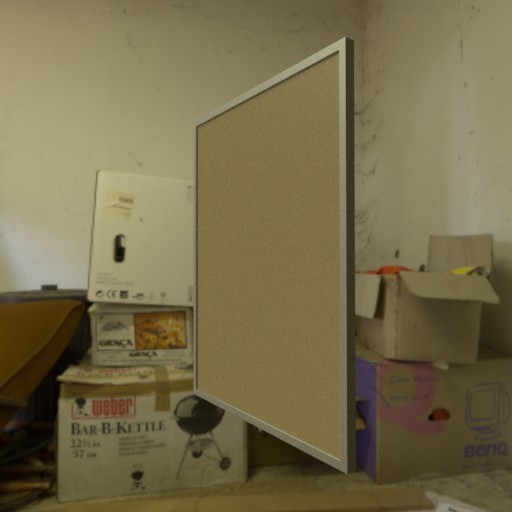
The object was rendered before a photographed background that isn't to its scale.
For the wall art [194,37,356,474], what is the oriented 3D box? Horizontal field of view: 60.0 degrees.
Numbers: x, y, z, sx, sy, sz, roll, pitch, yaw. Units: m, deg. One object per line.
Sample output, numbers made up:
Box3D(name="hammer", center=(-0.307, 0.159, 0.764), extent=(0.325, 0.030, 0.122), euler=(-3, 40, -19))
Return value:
Box3D(name="wall art", center=(0.000, 0.000, 1.386), extent=(0.034, 1.042, 0.789), euler=(1, -1, -35))
